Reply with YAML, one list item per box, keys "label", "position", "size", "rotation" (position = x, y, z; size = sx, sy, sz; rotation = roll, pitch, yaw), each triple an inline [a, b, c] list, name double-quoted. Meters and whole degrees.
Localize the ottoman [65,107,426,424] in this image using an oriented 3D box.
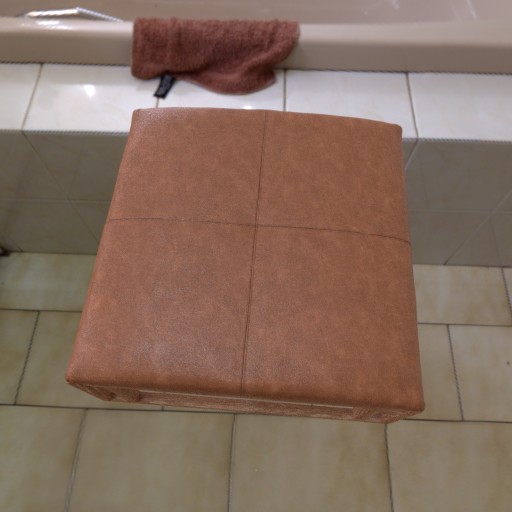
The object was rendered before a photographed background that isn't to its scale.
- label: "ottoman"
  position: [0.000, 0.000, 1.581]
  size: [1.013, 0.442, 1.016]
  rotation: [4, 64, 2]
